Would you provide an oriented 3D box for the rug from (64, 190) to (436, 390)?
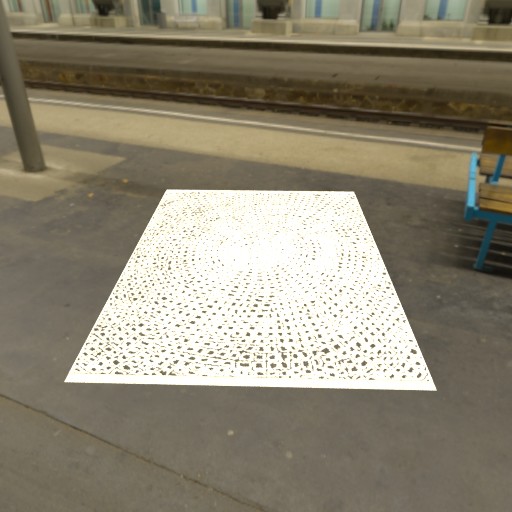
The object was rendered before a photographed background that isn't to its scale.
[{"bbox_3d":[0.000,0.000,2.118,1.190,0.003,1.634,1,31,1],"label":"rug"}]
